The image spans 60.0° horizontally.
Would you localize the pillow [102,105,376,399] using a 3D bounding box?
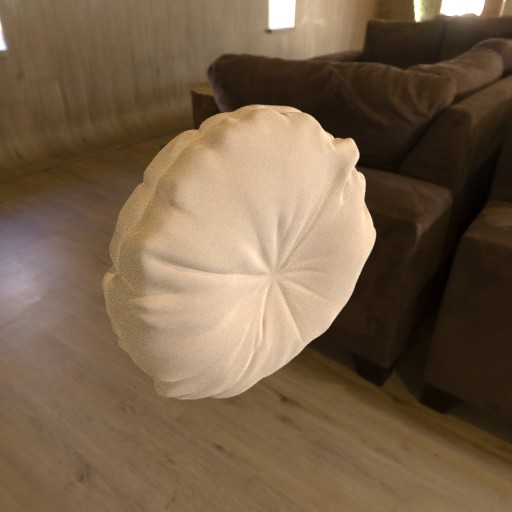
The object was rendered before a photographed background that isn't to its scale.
[{"bbox_3d":[0.000,0.000,0.631,0.428,0.407,0.148,-21,36,-31],"label":"pillow"}]
